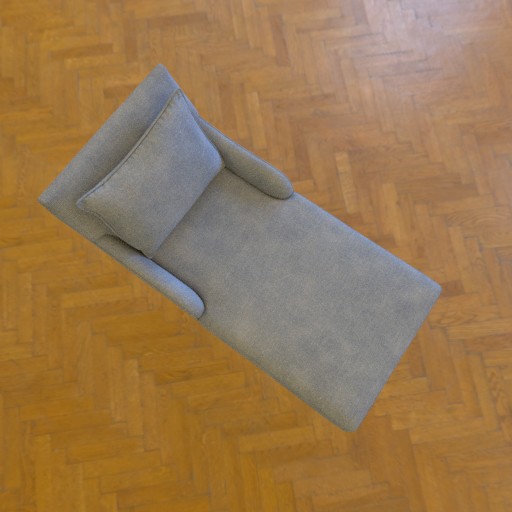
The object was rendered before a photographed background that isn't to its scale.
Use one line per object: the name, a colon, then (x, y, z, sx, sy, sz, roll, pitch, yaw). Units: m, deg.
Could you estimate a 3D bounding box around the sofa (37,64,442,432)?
sofa: (0.000, 0.000, 2.288, 1.779, 0.883, 0.904, 35, 78, 8)
